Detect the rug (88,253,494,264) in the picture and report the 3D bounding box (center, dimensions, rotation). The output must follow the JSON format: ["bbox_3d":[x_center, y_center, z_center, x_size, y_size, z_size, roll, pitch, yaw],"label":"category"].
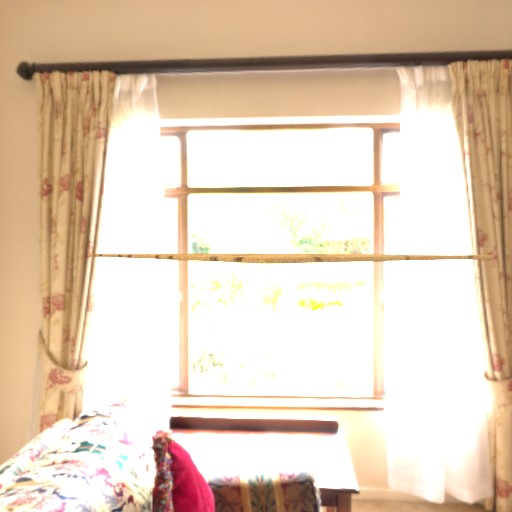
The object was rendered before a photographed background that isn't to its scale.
[{"bbox_3d":[0.000,0.000,3.388,1.801,0.026,2.701,-1,1,-35],"label":"rug"}]
